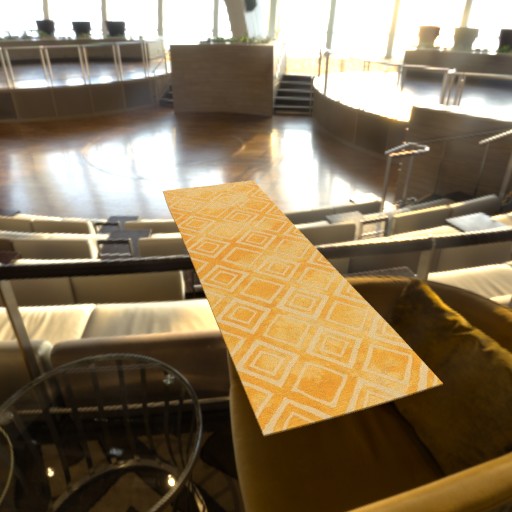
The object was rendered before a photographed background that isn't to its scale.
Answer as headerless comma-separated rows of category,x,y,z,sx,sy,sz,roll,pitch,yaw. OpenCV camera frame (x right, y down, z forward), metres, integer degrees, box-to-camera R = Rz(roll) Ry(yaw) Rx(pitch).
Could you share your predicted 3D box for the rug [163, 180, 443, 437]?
rug,0.000,0.000,2.662,0.775,0.010,2.438,-10,32,-16
